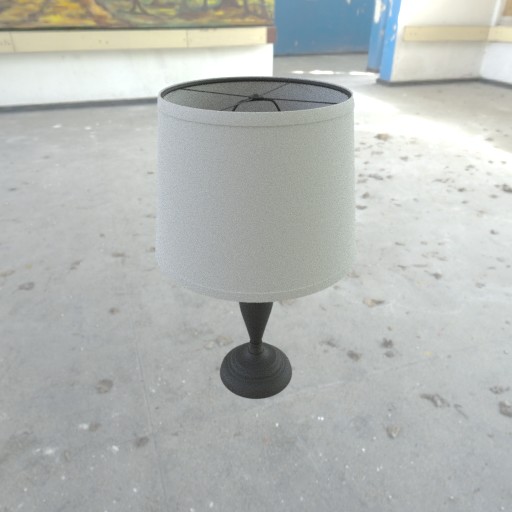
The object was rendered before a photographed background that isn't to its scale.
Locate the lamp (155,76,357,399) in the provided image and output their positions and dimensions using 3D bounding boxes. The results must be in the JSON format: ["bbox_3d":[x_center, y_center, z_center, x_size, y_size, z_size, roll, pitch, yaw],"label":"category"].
[{"bbox_3d":[0.000,0.000,0.707,0.310,0.501,0.310,0,30,0],"label":"lamp"}]
